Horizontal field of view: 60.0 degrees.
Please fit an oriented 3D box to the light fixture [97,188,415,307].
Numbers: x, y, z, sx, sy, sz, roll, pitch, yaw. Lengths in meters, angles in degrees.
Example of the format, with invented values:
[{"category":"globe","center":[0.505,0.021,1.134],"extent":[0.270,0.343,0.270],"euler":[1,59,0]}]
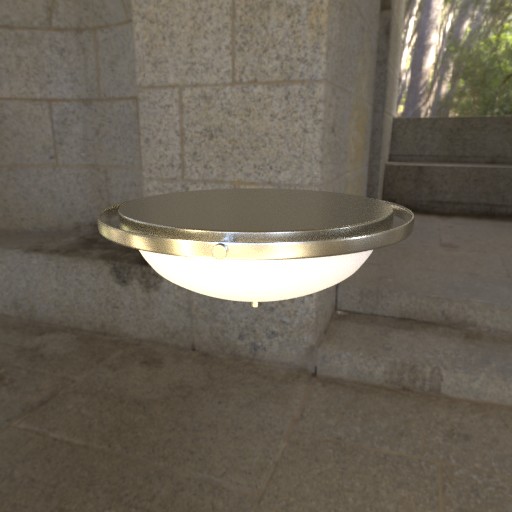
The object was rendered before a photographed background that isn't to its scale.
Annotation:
[{"category":"light fixture","center":[0.000,0.000,0.549],"extent":[0.361,0.130,0.361],"euler":[0,15,0]}]
